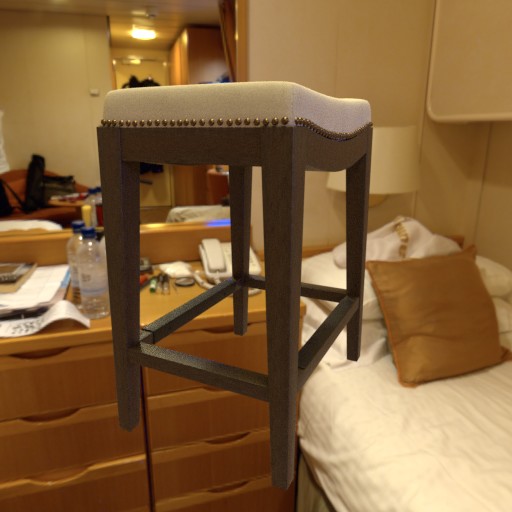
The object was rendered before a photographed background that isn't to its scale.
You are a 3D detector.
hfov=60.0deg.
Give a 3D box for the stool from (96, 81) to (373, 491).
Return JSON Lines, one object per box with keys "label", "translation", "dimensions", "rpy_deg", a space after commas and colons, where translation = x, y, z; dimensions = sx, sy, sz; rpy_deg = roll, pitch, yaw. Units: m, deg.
{"label": "stool", "translation": [0.000, 0.000, 0.933], "dimensions": [0.361, 0.642, 0.500], "rpy_deg": [8, 18, 25]}
